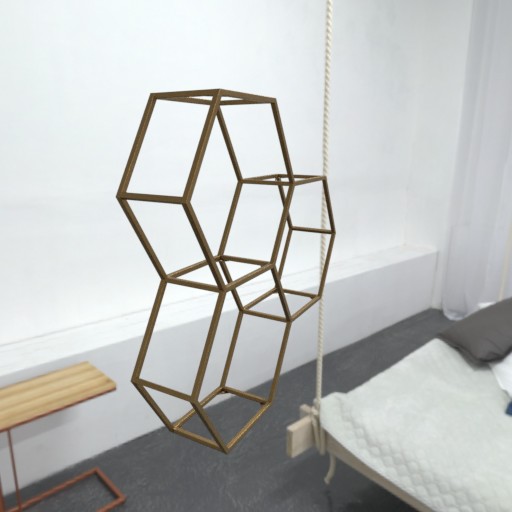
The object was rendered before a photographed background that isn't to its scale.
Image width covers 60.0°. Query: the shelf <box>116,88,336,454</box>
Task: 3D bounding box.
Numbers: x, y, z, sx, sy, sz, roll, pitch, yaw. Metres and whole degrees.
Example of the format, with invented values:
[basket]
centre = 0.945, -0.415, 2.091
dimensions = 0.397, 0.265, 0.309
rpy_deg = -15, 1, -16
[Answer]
[shelf]
centre = 0.000, 0.000, 1.061
dimensions = 0.150, 0.701, 0.708
rpy_deg = 8, 17, 28
